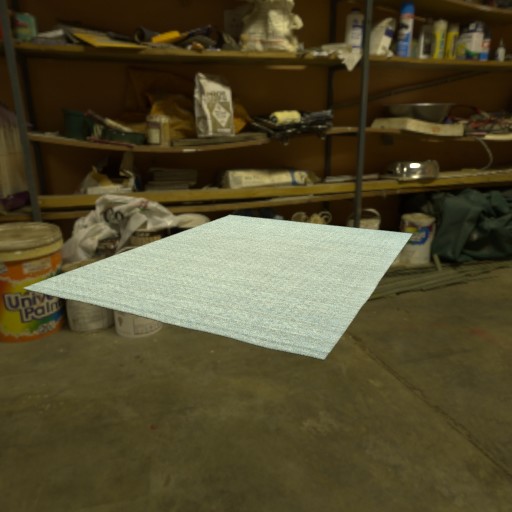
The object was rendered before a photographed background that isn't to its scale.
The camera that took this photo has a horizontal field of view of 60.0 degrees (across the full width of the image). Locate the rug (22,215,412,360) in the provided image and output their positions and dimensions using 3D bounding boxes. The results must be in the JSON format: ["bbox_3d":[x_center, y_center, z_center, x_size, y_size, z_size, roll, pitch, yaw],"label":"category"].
[{"bbox_3d":[0.000,0.000,4.269,2.443,0.007,3.200,8,19,26],"label":"rug"}]
